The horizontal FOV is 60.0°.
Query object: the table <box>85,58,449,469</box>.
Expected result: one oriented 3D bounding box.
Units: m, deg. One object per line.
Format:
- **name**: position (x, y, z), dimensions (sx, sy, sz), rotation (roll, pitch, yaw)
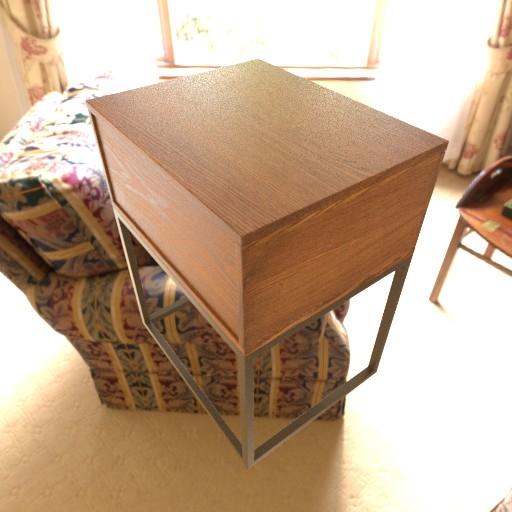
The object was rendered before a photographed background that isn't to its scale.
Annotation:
- **table**: position (0.000, 0.000, 0.935), dimensions (0.400, 0.610, 0.482), rotation (-26, 48, -27)
